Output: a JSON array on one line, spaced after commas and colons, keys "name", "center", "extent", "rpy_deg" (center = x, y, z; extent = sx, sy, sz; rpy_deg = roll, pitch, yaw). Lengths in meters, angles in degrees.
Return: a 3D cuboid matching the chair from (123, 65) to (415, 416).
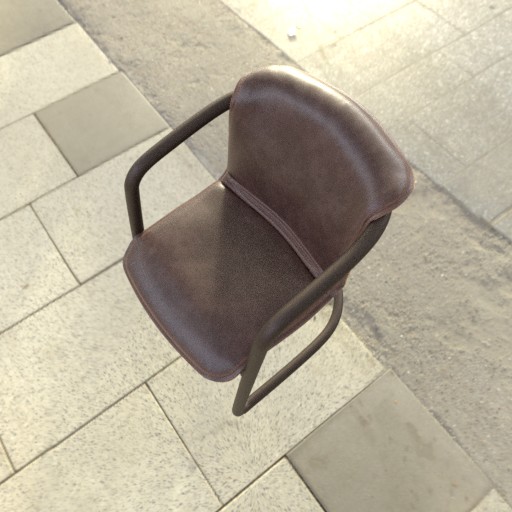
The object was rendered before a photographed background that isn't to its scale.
[{"name": "chair", "center": [0.000, 0.000, 1.249], "extent": [0.664, 0.836, 0.536], "rpy_deg": [-36, 69, -16]}]
